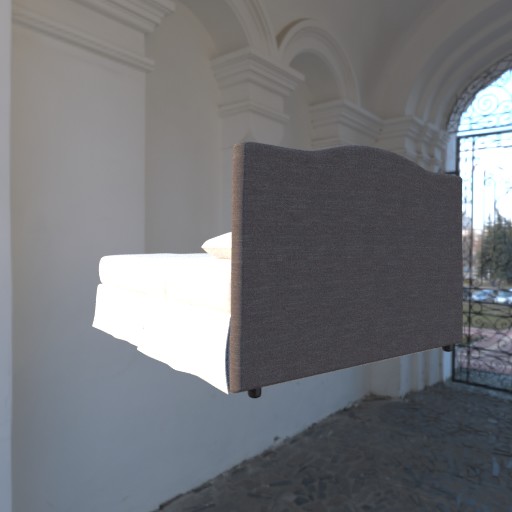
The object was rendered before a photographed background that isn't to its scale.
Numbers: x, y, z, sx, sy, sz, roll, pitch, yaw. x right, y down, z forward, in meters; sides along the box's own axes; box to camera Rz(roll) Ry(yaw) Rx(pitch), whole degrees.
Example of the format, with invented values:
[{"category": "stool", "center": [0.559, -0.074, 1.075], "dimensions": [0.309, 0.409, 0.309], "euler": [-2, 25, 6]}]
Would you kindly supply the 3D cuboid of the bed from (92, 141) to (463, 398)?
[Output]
[{"category": "bed", "center": [0.000, 0.000, 3.952], "dimensions": [2.161, 1.457, 2.689], "euler": [-1, 1, -35]}]
